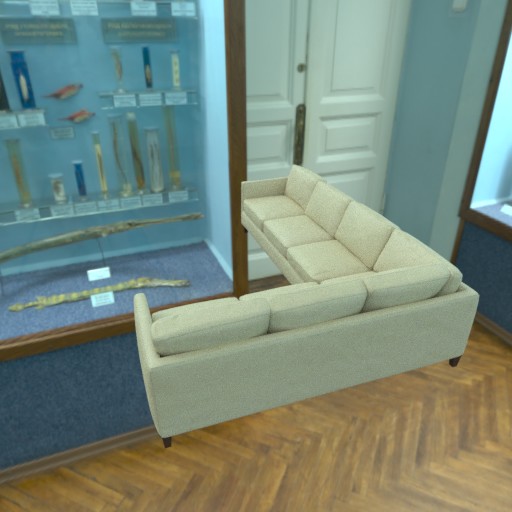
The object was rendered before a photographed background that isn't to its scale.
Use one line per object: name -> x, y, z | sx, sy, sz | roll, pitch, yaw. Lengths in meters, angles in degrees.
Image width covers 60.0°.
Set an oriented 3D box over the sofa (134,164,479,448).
sofa -> 0.000, 0.000, 4.528 | 2.593, 0.947, 3.302 | -9, 29, -17
